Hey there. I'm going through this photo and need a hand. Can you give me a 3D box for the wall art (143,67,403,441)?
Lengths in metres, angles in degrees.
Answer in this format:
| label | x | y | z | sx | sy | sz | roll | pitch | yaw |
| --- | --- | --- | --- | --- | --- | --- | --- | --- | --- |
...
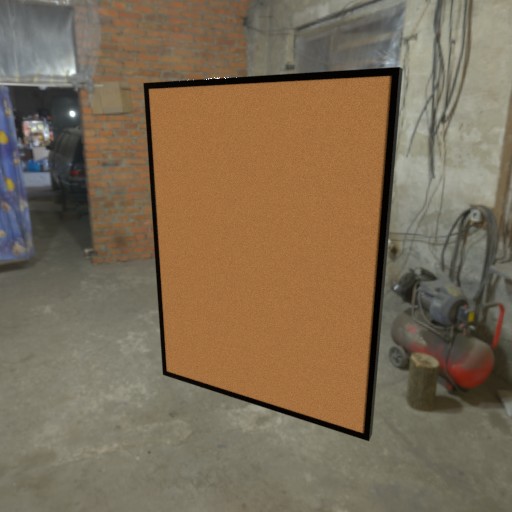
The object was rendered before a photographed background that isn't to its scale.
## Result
| label | x | y | z | sx | sy | sz | roll | pitch | yaw |
| --- | --- | --- | --- | --- | --- | --- | --- | --- | --- |
| wall art | 0.000 | 0.000 | 1.409 | 0.805 | 1.062 | 0.040 | 8 | 18 | 27 |
